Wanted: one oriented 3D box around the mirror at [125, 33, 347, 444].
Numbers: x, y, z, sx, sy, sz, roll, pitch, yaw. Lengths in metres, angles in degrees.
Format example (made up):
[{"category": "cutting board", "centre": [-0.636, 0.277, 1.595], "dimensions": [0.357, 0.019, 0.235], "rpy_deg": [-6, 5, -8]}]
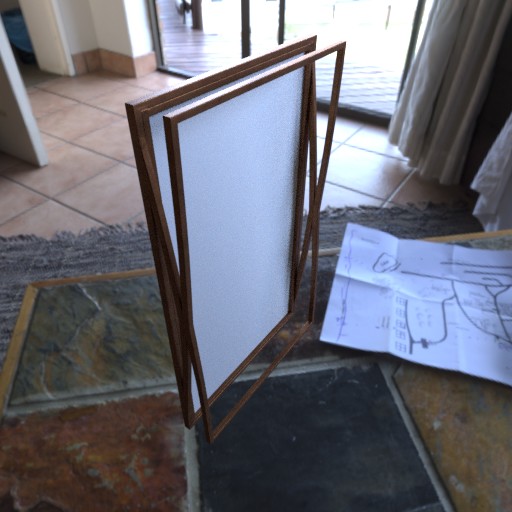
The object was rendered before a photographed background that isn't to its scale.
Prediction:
[{"category": "mirror", "centre": [0.000, 0.000, 0.937], "dimensions": [0.082, 0.768, 0.468], "rpy_deg": [24, 45, 27]}]
